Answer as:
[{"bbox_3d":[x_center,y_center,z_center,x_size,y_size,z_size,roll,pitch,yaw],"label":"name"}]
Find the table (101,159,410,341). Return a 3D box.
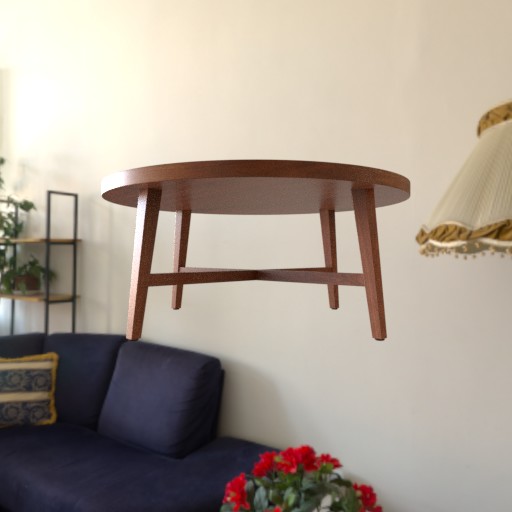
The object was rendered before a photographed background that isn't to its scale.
[{"bbox_3d":[0.000,0.000,1.217,0.800,0.360,0.800,0,0,0],"label":"table"}]
